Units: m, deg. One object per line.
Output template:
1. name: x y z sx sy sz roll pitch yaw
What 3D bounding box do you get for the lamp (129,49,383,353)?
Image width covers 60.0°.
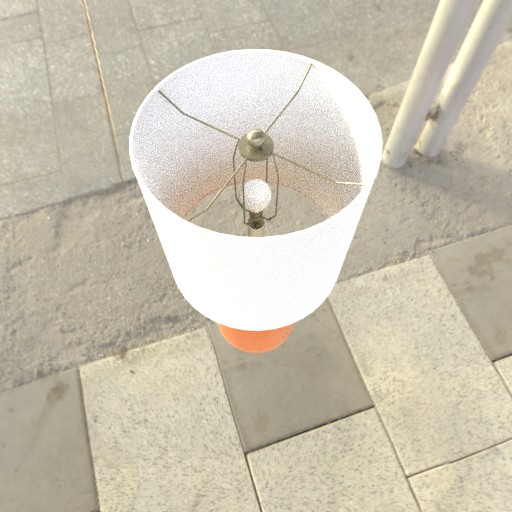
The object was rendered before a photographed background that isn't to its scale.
1. lamp: 0.000 0.000 1.119 0.418 0.871 0.418 -18 63 -10
